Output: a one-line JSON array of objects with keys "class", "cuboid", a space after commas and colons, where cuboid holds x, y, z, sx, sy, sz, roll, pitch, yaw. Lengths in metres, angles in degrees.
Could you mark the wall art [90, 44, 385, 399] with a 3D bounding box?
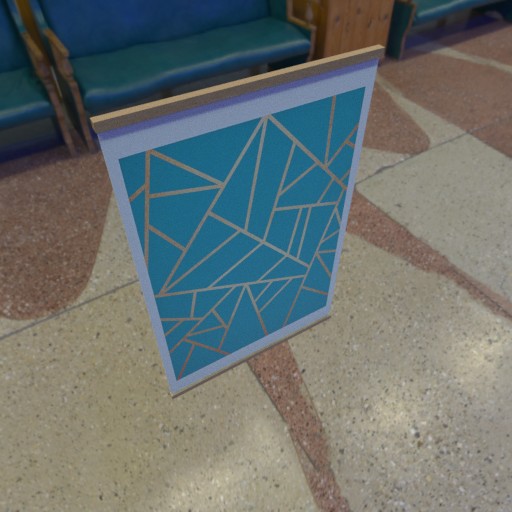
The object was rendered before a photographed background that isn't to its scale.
[{"class": "wall art", "cuboid": [0.000, 0.000, 1.868, 0.990, 1.519, 0.030, -23, 50, -21]}]
